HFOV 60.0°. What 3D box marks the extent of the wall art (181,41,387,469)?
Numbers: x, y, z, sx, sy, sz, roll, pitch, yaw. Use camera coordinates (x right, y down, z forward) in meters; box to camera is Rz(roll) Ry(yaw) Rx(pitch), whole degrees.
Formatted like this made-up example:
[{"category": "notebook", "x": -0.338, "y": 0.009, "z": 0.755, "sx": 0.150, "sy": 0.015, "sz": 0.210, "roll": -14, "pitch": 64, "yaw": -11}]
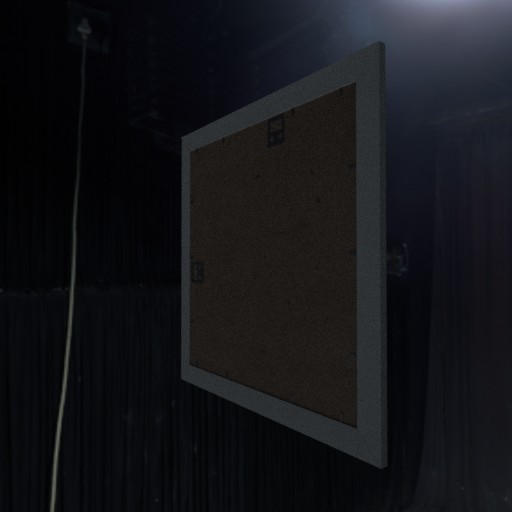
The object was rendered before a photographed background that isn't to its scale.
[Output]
[{"category": "wall art", "x": 0.000, "y": 0.000, "z": 0.845, "sx": 0.013, "sy": 0.584, "sz": 0.584, "roll": 1, "pitch": -1, "yaw": -37}]
